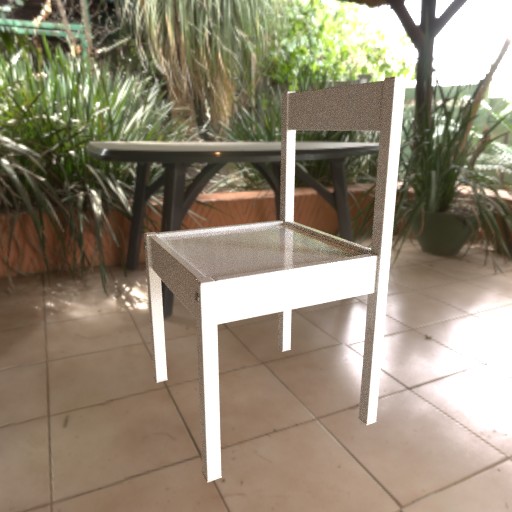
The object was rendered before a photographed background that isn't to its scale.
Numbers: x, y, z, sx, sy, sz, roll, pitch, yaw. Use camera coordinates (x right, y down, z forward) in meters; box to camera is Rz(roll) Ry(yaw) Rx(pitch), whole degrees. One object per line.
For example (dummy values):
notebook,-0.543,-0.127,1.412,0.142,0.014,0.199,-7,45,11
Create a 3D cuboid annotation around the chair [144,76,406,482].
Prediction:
chair,0.000,0.000,0.689,0.285,0.505,0.285,-8,18,-25
